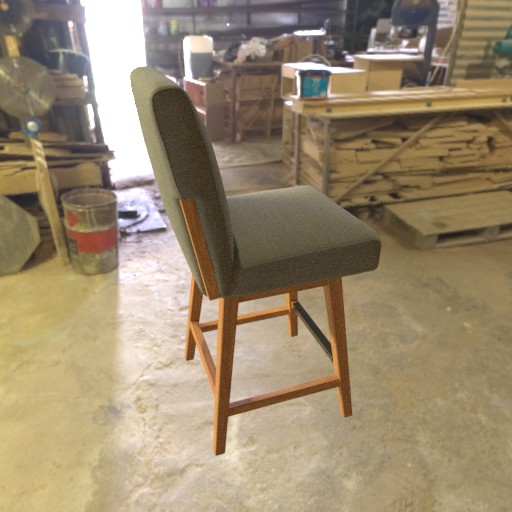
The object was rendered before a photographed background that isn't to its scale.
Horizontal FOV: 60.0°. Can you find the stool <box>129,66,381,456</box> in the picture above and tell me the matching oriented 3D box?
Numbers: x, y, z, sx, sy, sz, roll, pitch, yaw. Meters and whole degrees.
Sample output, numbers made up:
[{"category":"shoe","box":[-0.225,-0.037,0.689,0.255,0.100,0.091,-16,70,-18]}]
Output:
[{"category":"stool","box":[0.000,0.000,1.297,0.570,1.019,0.459,-9,30,-17]}]
